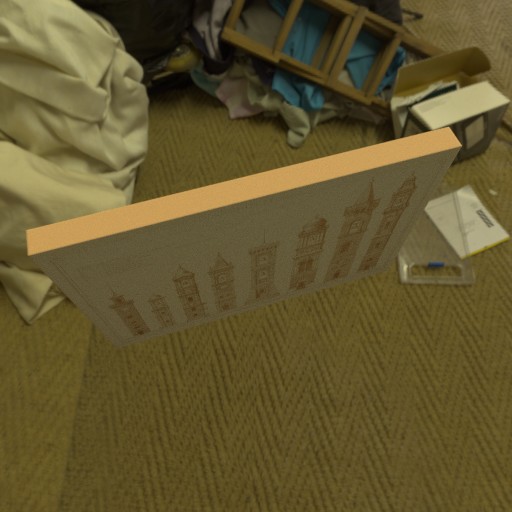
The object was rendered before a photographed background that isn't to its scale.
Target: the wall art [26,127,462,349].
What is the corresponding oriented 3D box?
[{"bbox_3d":[0.000,0.000,0.785,0.609,0.407,0.039,-15,63,-8],"label":"wall art"}]
